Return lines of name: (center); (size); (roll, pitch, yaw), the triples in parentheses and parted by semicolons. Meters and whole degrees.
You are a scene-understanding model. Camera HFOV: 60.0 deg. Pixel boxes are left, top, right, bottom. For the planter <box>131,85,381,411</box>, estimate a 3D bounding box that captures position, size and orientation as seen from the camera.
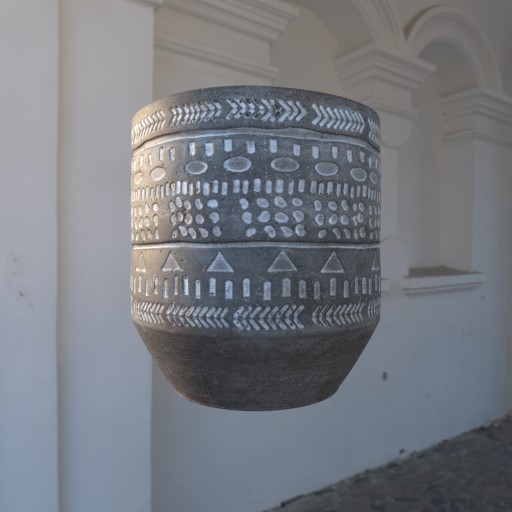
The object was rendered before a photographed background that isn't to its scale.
planter: (0.000, 0.000, 0.224); (0.122, 0.128, 0.122); (0, 1, 0)
